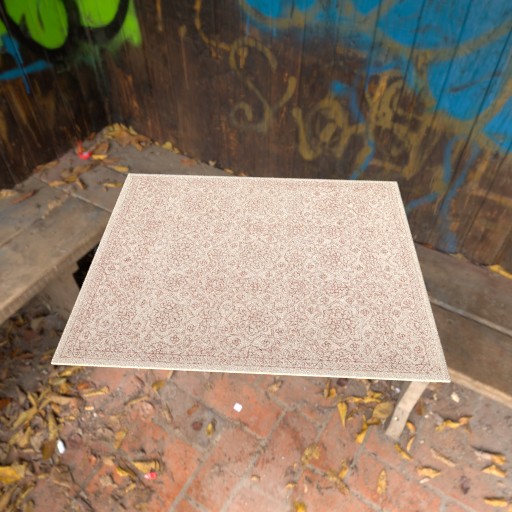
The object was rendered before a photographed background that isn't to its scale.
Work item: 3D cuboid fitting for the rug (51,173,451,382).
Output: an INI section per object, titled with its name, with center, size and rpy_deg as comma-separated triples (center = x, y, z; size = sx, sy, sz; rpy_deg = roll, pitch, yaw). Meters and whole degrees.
[rug]
center = 0.000, 0.000, 4.202
size = 3.050, 0.015, 2.441
rpy_deg = 2, 47, 2
